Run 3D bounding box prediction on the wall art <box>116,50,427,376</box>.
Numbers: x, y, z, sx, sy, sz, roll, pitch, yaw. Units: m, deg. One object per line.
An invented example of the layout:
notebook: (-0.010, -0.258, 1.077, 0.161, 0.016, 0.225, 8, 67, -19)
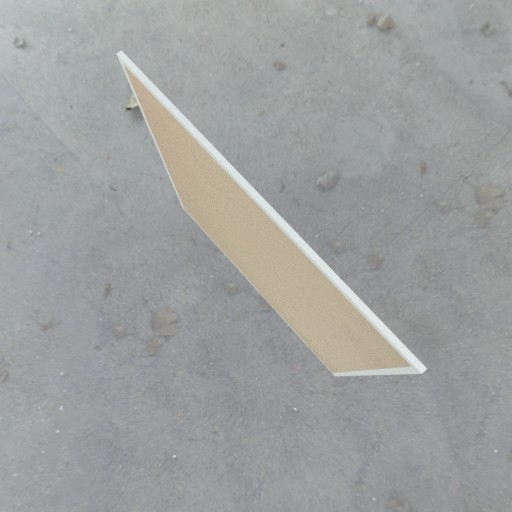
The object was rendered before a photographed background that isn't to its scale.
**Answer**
wall art: (0.000, 0.000, 1.177, 0.012, 0.809, 0.809, -41, 78, -10)
